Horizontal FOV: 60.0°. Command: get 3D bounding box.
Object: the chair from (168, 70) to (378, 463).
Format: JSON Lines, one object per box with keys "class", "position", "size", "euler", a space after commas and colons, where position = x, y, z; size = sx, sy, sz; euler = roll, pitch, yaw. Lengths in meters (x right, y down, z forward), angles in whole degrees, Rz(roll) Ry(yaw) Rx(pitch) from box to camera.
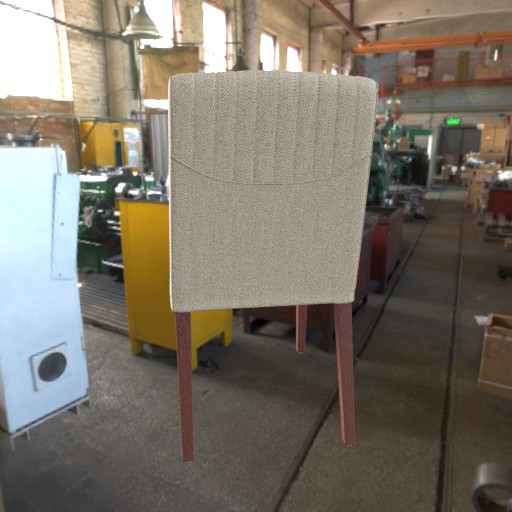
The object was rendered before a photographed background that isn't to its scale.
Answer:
{"class": "chair", "position": [0.000, 0.000, 1.250], "size": [0.480, 0.900, 0.594], "euler": [-2, 15, -8]}
